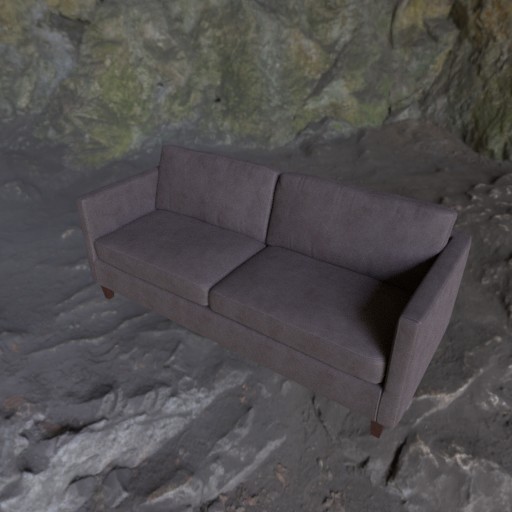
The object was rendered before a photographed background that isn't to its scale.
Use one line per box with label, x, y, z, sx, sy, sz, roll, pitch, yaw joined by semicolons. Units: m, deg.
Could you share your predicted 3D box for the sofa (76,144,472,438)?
sofa;0.000;0.000;2.720;2.208;0.965;0.951;20;36;29
